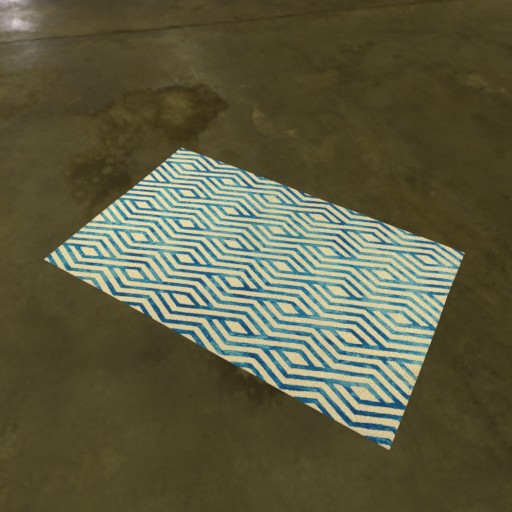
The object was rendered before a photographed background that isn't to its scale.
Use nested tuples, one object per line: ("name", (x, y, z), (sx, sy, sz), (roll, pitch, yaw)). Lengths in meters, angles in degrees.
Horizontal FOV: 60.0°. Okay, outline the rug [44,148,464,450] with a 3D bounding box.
("rug", (0.000, 0.000, 3.034), (2.439, 0.008, 1.531), (24, 52, 20))
